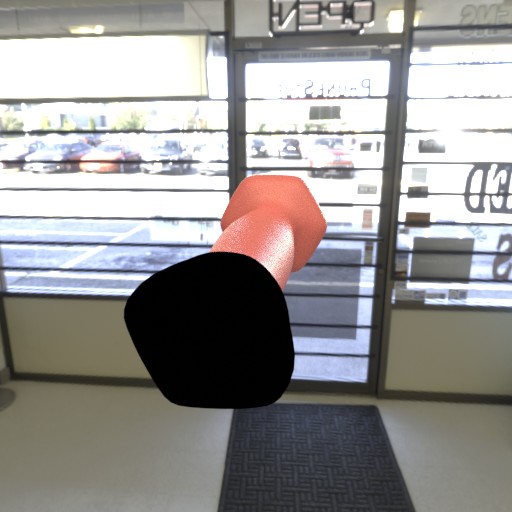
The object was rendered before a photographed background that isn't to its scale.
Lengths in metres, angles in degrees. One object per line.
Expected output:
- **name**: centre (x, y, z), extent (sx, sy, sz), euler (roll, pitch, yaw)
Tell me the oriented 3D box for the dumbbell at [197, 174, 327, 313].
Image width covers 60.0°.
- **dumbbell**: centre (0.000, 0.000, 0.144), extent (0.047, 0.043, 0.123), euler (2, 16, 8)
